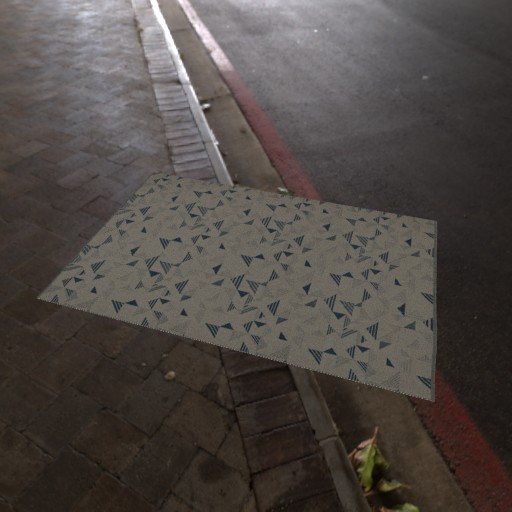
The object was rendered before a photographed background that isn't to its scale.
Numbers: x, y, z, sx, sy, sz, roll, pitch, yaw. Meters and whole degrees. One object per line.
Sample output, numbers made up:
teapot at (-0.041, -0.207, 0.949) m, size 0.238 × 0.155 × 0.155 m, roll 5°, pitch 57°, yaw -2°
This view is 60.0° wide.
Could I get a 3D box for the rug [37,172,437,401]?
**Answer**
rug at (0.000, 0.000, 2.349) m, size 1.835 × 0.003 × 1.206 m, roll 12°, pitch 43°, yaw 13°
